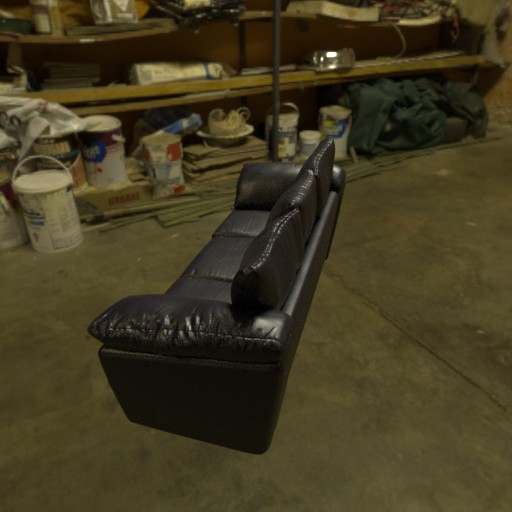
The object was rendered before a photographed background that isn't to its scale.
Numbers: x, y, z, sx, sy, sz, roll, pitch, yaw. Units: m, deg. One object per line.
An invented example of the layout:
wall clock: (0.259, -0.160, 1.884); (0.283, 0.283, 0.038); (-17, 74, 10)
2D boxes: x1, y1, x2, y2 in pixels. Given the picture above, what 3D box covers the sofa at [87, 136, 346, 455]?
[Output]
sofa: (0.000, 0.000, 2.856); (0.880, 1.073, 2.336); (8, 30, 14)
